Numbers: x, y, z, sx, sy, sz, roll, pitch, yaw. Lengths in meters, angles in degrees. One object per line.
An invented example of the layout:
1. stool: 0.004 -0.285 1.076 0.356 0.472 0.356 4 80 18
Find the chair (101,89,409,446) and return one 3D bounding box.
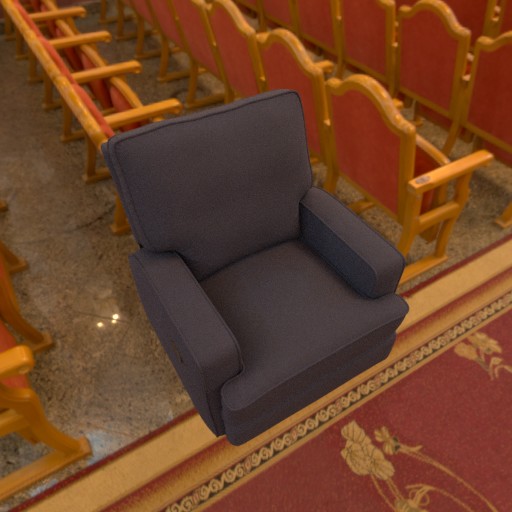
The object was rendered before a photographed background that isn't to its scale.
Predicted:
1. chair: 0.000 0.000 1.706 0.861 0.962 0.964 -24 51 -21
